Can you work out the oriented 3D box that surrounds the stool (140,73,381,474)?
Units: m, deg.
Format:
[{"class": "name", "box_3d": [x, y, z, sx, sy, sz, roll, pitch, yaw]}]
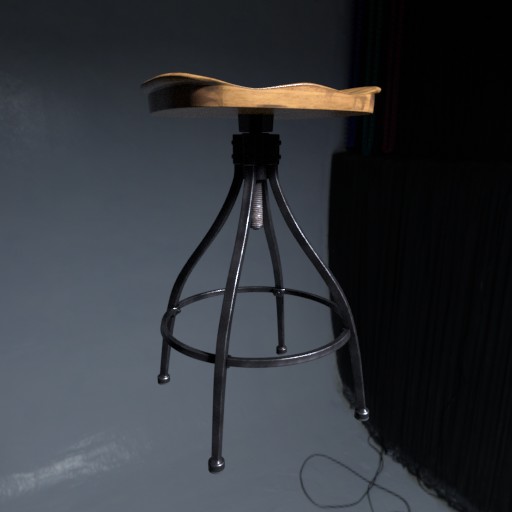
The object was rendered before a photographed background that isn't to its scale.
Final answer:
[{"class": "stool", "box_3d": [0.000, 0.000, 0.960, 0.432, 0.694, 0.424, -7, 16, -27]}]
